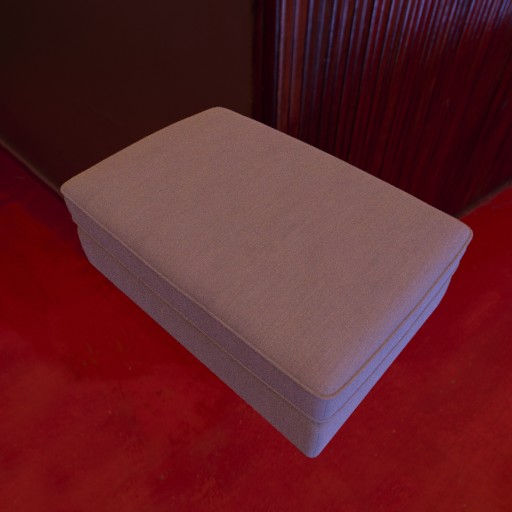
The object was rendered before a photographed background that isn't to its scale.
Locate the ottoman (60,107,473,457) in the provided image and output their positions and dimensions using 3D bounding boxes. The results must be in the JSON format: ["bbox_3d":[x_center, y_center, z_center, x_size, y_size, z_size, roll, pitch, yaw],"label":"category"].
[{"bbox_3d":[0.000,0.000,1.286,0.941,0.480,0.636,34,55,28],"label":"ottoman"}]
